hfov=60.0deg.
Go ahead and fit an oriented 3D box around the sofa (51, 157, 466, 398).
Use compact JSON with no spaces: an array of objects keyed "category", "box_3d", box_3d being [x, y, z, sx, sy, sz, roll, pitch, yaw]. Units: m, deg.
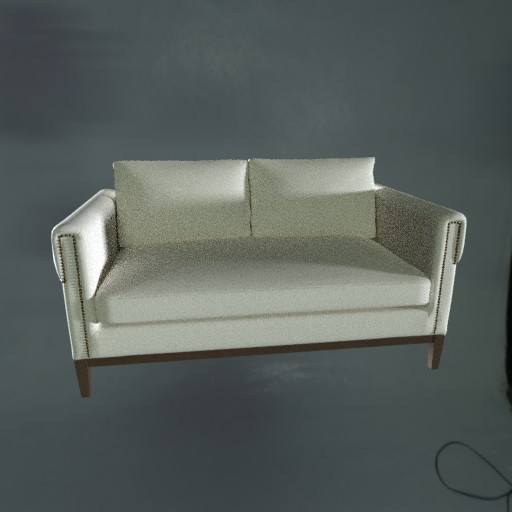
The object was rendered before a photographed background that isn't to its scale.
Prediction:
[{"category":"sofa","box_3d":[0.000,0.000,2.121,1.598,0.873,0.905,-2,17,-8]}]
